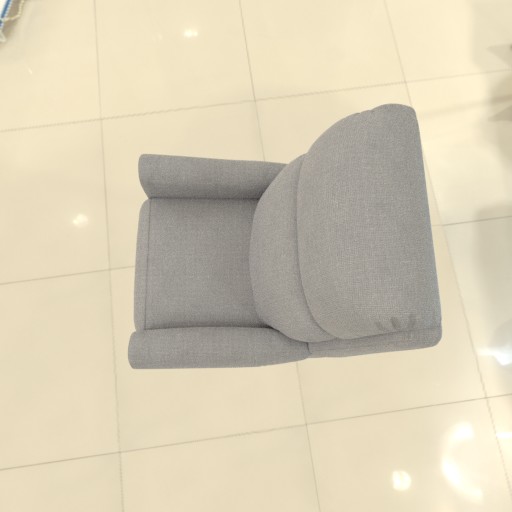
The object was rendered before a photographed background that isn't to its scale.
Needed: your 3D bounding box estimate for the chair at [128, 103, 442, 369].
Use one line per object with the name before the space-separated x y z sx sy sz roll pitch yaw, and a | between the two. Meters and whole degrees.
chair | 0.000 0.000 1.719 1.014 1.054 0.838 -1 75 0
